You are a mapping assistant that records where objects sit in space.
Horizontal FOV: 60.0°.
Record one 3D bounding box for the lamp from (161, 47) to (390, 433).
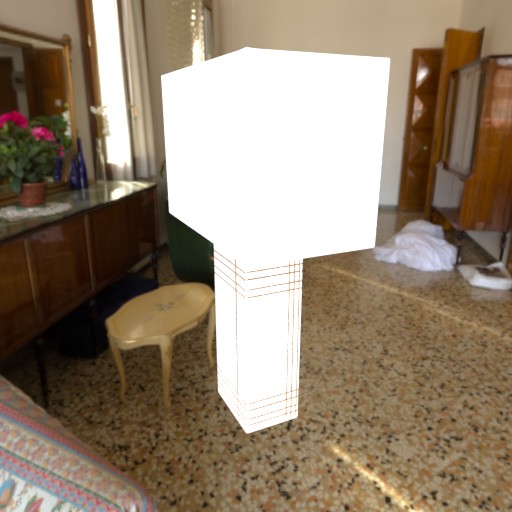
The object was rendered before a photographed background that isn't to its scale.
[{"bbox_3d":[0.000,0.000,0.691,0.182,0.543,0.334,-8,19,-24],"label":"lamp"}]
